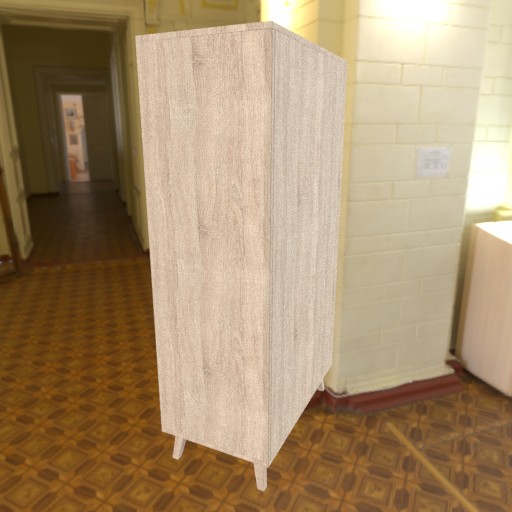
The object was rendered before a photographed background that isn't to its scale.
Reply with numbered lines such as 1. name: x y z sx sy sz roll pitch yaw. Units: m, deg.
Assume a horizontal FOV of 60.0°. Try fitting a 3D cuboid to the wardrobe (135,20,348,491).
1. wardrobe: 0.000 0.000 2.302 0.600 1.960 1.000 7 17 25
